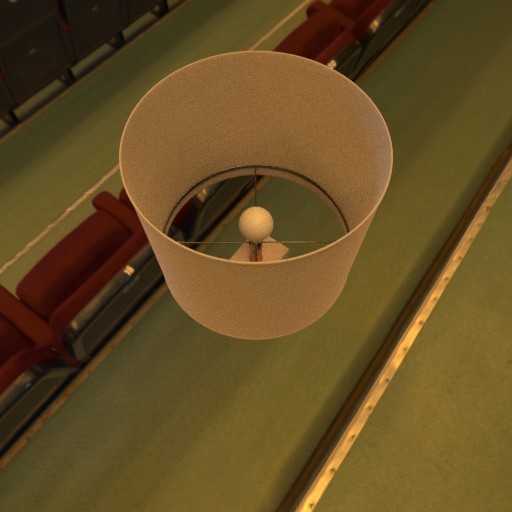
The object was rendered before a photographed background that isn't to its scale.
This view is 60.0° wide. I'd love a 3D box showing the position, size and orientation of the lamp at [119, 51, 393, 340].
[{"bbox_3d":[0.000,0.000,0.558,0.229,0.417,0.229,33,67,16],"label":"lamp"}]
